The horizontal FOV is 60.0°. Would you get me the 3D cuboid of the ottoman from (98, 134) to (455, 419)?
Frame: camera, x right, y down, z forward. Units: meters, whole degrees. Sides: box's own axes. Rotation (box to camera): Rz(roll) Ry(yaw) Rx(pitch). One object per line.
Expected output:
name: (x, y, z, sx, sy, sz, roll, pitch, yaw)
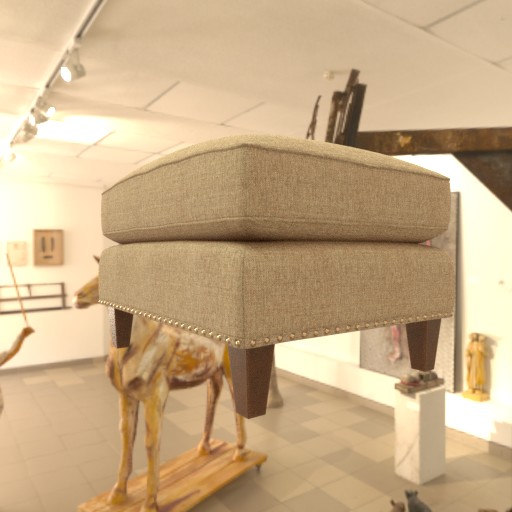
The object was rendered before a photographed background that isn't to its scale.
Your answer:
ottoman: (0.000, 0.000, 1.124, 0.584, 0.513, 0.741, 0, 1, -36)
